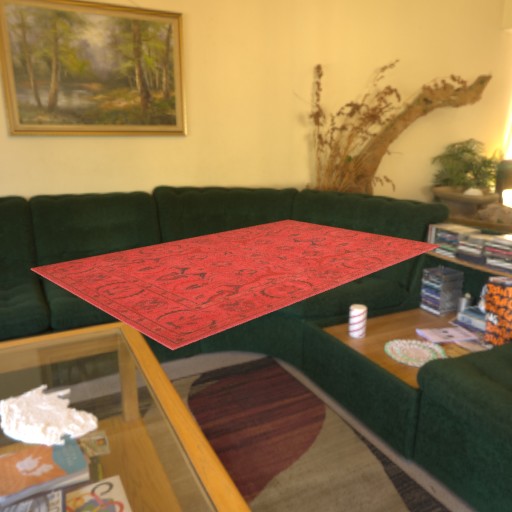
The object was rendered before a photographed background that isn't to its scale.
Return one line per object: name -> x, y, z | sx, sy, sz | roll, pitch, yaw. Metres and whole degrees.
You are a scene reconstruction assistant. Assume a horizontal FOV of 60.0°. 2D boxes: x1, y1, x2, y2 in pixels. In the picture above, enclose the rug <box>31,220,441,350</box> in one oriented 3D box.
rug -> 0.000, 0.000, 3.052 | 2.423, 0.010, 1.534 | -14, 20, -43
